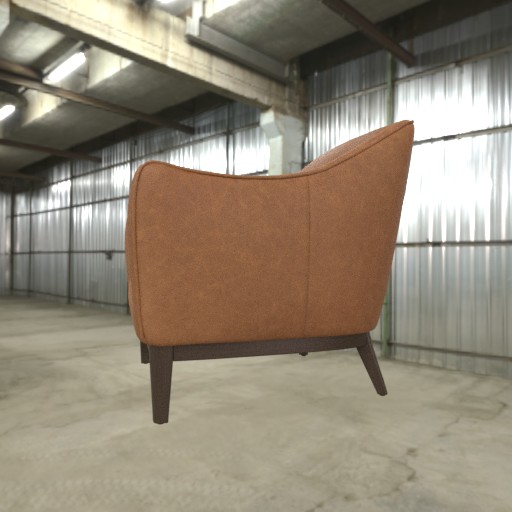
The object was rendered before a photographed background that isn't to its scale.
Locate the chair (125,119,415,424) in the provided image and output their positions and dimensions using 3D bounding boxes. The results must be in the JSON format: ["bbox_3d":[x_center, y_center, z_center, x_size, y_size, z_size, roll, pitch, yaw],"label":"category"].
[{"bbox_3d":[0.000,0.000,1.509,0.852,0.830,0.871,0,-1,-17],"label":"chair"}]
